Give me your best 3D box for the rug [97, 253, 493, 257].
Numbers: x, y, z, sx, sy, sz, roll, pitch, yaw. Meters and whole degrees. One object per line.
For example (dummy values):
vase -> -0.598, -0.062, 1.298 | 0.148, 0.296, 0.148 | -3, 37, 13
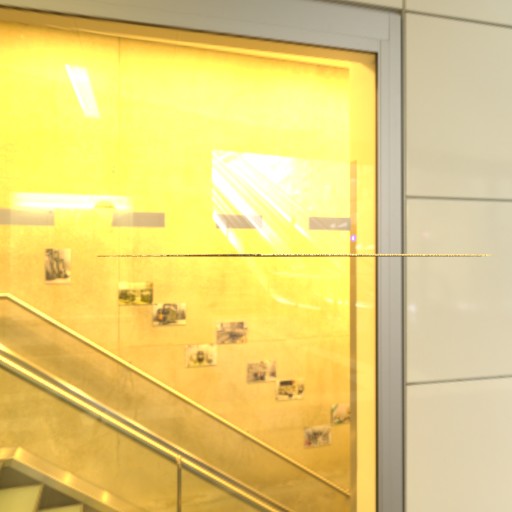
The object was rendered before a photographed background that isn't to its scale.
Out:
rug -> 0.000, 0.000, 3.019 | 1.529, 0.010, 2.440 | 0, 0, -34
